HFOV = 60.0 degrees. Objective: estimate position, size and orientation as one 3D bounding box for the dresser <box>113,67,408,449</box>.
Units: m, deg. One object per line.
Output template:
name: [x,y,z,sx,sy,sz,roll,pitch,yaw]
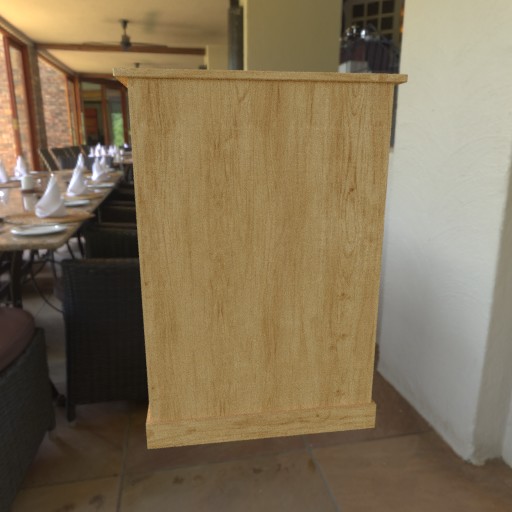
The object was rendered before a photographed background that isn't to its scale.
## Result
dresser: [0.000,0.000,1.749,0.915,1.300,0.485,-2,15,-8]
